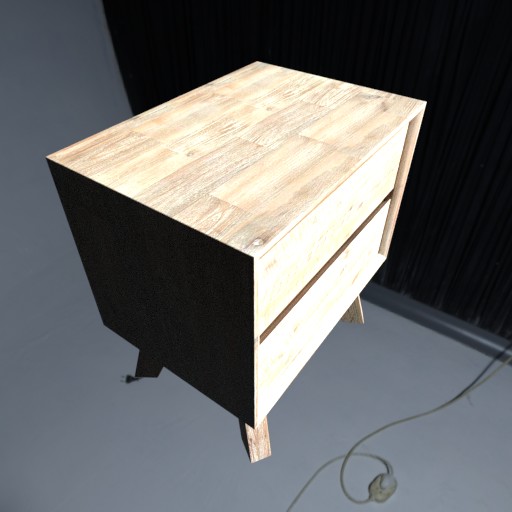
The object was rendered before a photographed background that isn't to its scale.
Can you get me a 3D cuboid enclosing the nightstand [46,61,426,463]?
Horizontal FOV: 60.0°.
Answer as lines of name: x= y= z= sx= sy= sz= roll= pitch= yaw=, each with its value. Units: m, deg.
nightstand: x=0.000 y=0.000 z=0.951 sx=0.396 sy=0.589 sz=0.552 roll=26 pitch=47 yaw=26
